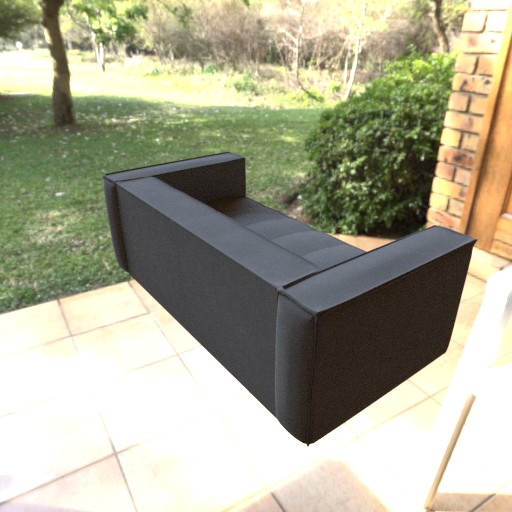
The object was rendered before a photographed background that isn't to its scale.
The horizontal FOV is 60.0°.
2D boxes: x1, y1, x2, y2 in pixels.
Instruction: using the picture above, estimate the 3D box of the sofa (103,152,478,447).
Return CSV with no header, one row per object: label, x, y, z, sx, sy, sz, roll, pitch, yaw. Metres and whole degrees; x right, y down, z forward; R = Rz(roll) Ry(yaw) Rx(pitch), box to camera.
sofa,0.000,0.000,2.534,1.038,0.680,1.995,-19,33,-32
